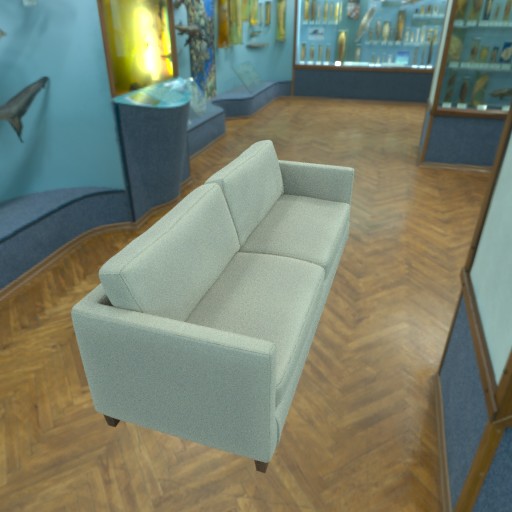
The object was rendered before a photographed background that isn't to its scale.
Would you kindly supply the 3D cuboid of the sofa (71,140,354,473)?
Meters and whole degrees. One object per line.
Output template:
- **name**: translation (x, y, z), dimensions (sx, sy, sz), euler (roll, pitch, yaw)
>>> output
- **sofa**: translation (0.000, 0.000, 2.878), dimensions (0.951, 0.968, 2.361), euler (9, 31, 16)
